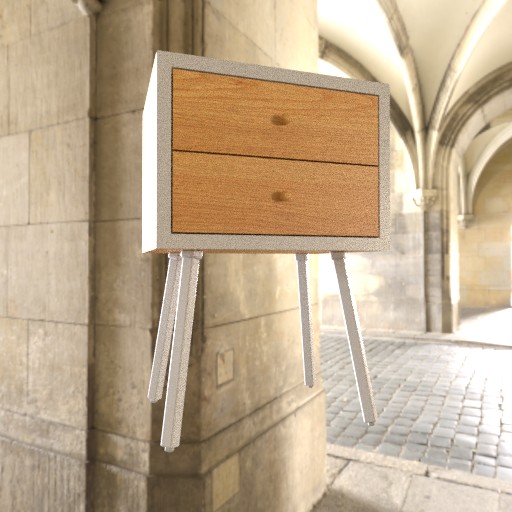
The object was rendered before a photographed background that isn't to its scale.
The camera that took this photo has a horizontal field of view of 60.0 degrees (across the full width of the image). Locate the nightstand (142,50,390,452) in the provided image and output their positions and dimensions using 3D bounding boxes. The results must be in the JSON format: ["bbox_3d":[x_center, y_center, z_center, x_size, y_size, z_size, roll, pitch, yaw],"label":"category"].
[{"bbox_3d":[0.000,0.000,0.845,0.400,0.601,0.316,0,-1,-18],"label":"nightstand"}]
